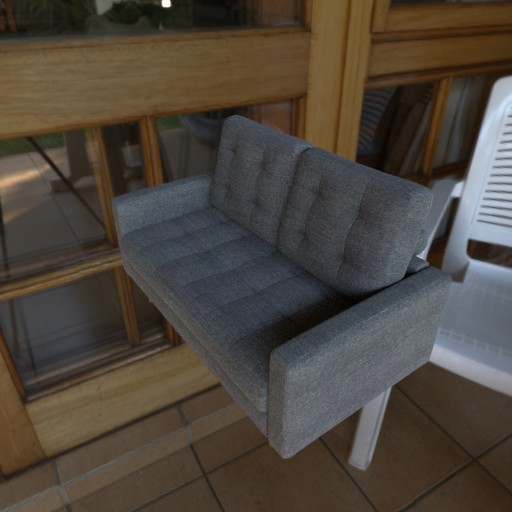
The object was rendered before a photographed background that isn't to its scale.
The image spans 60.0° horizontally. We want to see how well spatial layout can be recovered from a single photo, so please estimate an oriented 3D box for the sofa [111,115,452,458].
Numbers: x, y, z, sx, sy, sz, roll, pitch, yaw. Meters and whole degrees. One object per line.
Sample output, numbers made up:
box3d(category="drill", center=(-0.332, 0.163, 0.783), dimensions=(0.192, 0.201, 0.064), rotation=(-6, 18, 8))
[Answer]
box3d(category="sofa", center=(0.000, 0.000, 1.969), dimensions=(0.842, 0.907, 1.407), rotation=(-21, 38, -30))
